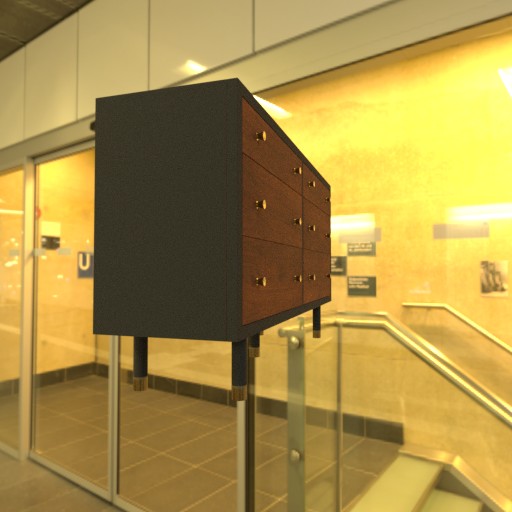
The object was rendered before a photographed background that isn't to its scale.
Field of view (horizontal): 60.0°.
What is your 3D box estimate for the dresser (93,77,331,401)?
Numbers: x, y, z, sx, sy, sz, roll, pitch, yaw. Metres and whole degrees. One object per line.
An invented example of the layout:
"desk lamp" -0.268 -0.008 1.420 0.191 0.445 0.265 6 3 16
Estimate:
"dresser" 0.000 0.000 1.935 0.463 0.872 1.558 -1 -2 18
